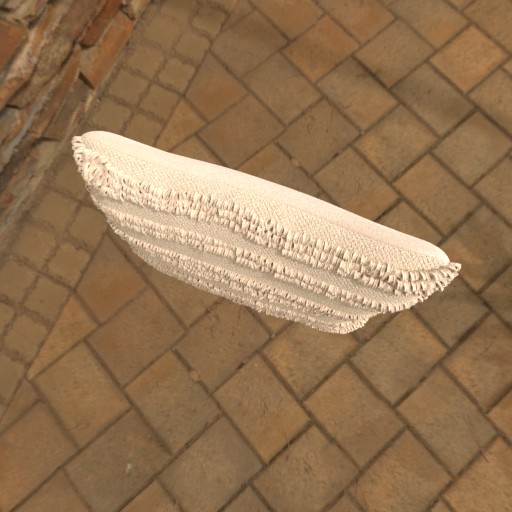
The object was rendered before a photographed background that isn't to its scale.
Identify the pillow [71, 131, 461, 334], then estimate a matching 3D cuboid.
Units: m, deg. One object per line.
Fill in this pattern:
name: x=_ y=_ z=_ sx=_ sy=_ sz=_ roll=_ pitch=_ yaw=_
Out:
pillow: x=0.000 y=0.000 z=0.657 sx=0.437 sy=0.427 sz=0.145 roll=19 pitch=77 yaw=5
